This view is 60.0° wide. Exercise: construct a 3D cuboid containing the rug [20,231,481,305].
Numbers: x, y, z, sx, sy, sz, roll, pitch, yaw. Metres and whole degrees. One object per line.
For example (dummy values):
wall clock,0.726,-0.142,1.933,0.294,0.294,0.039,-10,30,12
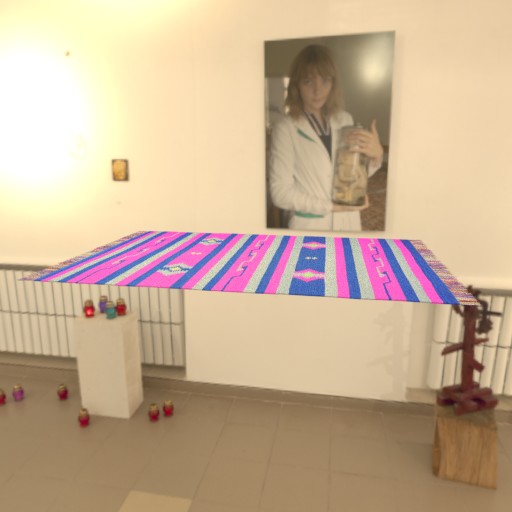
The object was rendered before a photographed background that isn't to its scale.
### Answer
rug,0.000,0.000,2.906,2.350,0.013,1.539,2,13,10
